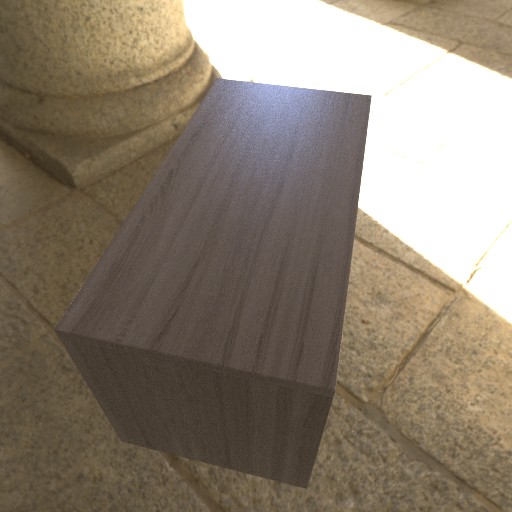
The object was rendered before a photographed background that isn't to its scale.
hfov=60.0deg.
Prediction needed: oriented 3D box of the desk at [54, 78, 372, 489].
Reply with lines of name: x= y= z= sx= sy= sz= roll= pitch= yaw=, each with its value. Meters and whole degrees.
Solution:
desk: x=0.000 y=0.000 z=1.762 sx=0.690 sy=0.745 sz=1.380 roll=10 pitch=48 yaw=9
